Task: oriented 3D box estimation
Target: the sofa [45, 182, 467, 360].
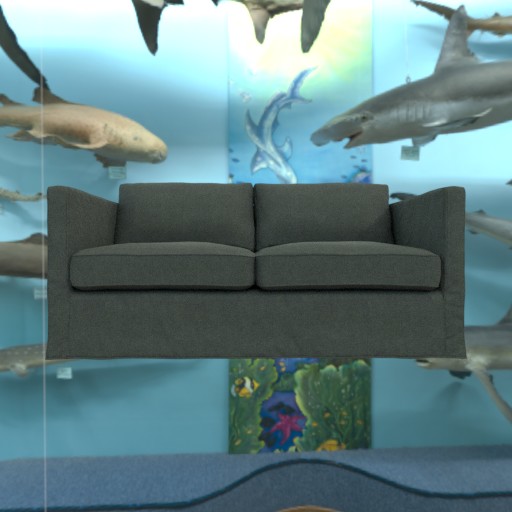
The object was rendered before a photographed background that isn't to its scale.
[{"bbox_3d":[0.000,0.000,2.314,1.802,0.854,0.974,0,1,-1],"label":"sofa"}]
